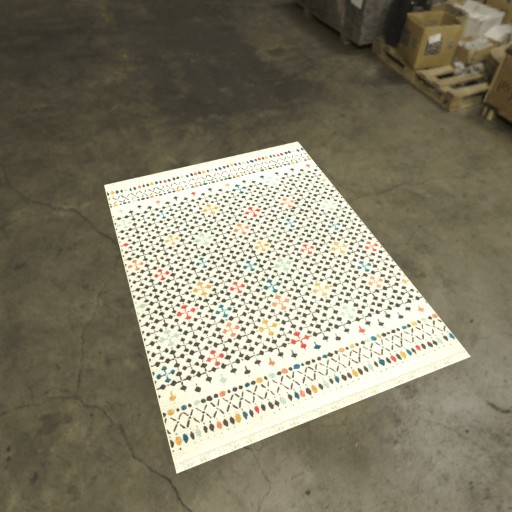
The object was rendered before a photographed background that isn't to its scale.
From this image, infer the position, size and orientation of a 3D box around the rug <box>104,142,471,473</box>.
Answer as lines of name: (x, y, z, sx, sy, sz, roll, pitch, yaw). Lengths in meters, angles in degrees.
rug: (0.000, 0.000, 2.034, 1.146, 0.006, 1.556, -16, 50, -14)
